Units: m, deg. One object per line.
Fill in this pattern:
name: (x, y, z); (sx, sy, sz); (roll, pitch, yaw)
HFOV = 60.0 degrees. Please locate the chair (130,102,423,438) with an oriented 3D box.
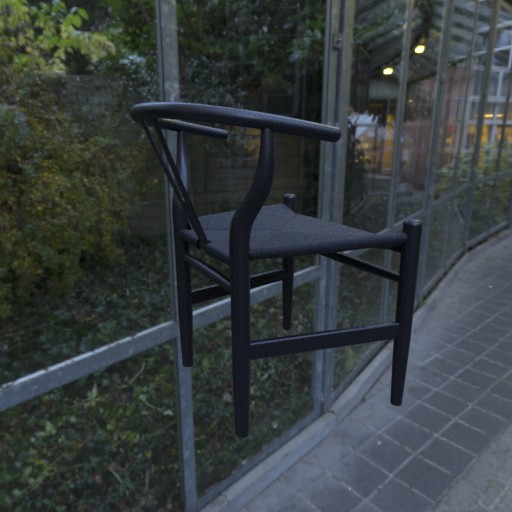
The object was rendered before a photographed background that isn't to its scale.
chair: (0.000, 0.000, 1.148); (0.579, 0.730, 0.569); (-8, 17, -27)
